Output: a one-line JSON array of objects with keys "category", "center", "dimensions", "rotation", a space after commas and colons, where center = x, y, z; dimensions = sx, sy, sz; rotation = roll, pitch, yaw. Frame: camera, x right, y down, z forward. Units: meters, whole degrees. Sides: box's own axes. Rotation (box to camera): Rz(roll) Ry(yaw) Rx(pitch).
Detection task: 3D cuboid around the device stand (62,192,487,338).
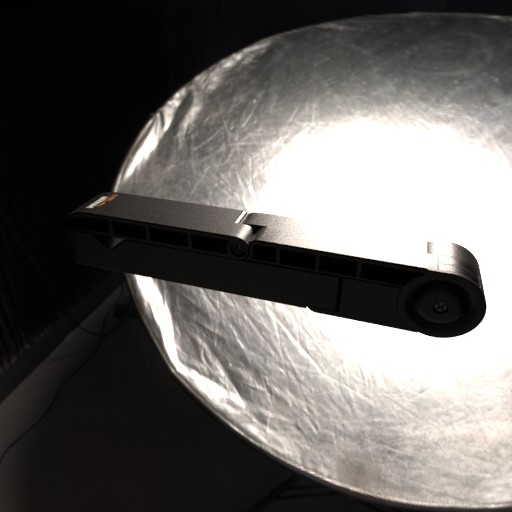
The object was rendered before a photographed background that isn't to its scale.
[{"category": "device stand", "center": [0.000, 0.000, 0.190], "dimensions": [0.179, 0.030, 0.026], "rotation": [10, 33, 15]}]
